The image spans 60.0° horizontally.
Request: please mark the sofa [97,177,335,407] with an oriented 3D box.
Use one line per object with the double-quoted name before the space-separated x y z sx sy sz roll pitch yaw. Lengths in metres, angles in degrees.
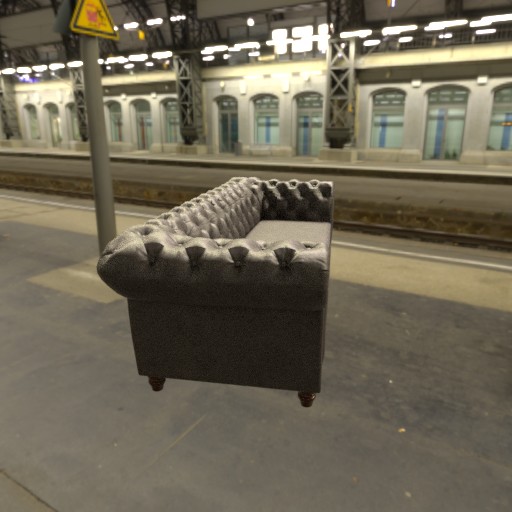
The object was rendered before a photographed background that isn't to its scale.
"sofa" 0.000 0.000 2.819 0.944 0.783 2.385 3 16 10
